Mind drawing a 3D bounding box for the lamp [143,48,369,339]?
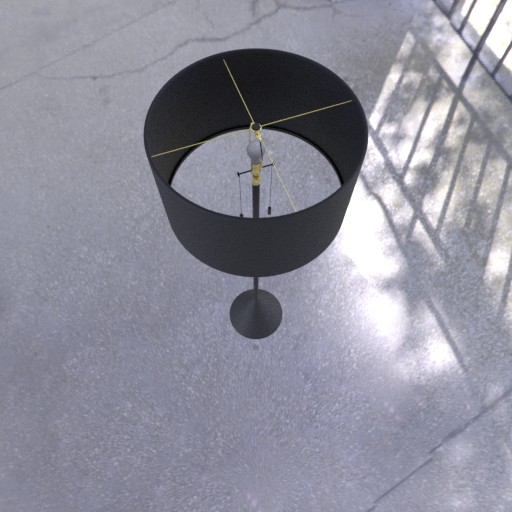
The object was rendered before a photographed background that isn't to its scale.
[{"bbox_3d":[0.000,0.000,1.828,0.580,1.526,0.580,-18,65,-9],"label":"lamp"}]
